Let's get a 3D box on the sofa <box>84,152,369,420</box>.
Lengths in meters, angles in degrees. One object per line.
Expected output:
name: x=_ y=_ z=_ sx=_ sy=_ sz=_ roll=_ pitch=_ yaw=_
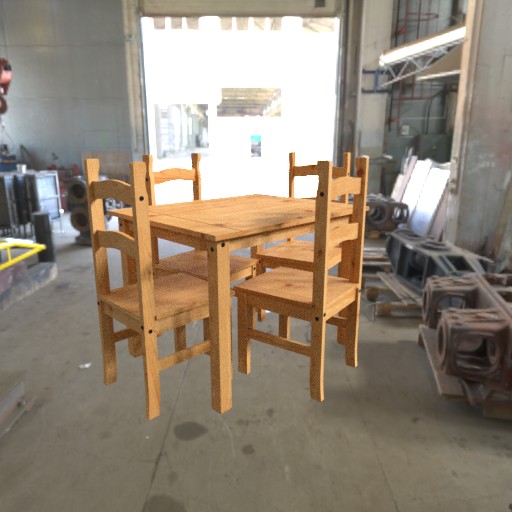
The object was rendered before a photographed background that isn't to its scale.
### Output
sofa: x=0.000 y=0.000 z=2.264 sx=1.529 sy=1.000 sz=1.144 roll=-14 pitch=20 yaw=-43
